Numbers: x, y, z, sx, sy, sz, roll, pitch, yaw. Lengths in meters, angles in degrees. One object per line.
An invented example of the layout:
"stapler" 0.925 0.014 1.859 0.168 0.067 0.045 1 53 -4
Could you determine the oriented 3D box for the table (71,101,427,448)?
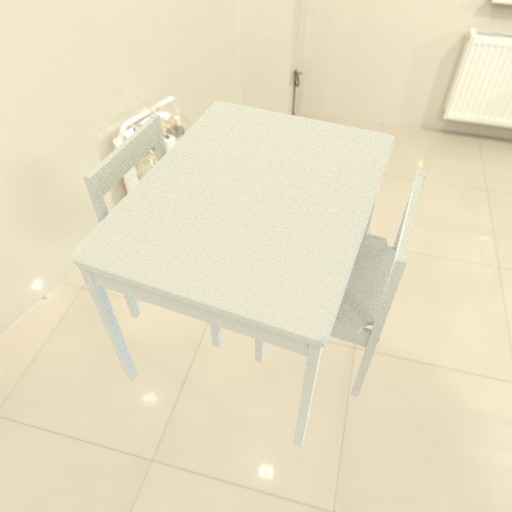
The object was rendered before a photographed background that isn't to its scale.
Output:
"table" 0.000 0.000 1.117 0.672 0.503 0.650 16 49 15
